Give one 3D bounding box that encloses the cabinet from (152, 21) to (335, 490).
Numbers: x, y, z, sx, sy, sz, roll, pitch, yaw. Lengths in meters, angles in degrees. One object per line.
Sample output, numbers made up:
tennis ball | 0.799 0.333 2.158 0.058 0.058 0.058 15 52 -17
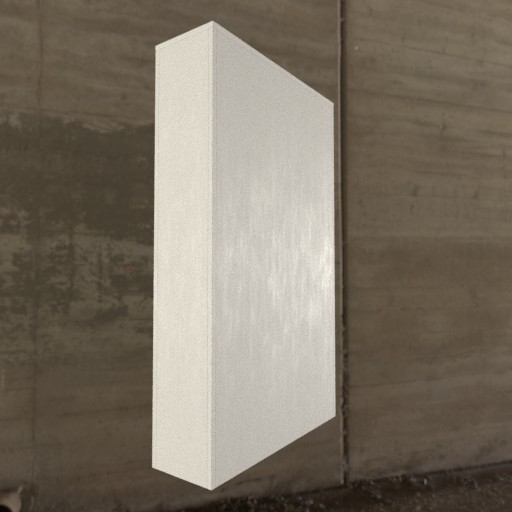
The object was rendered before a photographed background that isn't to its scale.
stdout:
cabinet | 0.000 0.000 1.583 0.250 1.280 0.750 -1 -2 36
